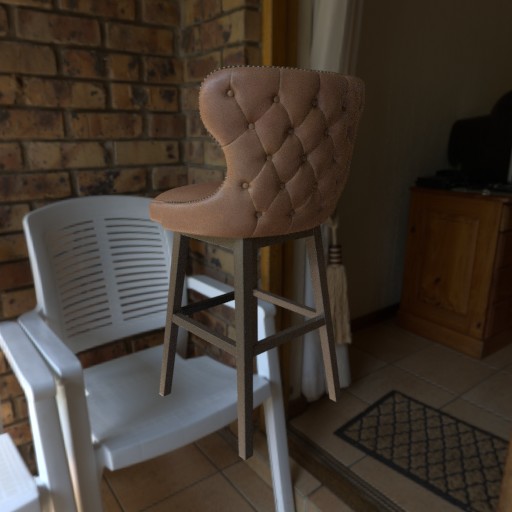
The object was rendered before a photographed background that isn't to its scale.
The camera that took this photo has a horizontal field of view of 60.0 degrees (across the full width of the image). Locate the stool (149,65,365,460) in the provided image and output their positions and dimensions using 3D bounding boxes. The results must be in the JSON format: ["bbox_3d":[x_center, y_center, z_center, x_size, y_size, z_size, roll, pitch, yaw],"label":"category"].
[{"bbox_3d":[0.000,0.000,1.462,0.591,1.087,0.606,-14,21,-41],"label":"stool"}]
